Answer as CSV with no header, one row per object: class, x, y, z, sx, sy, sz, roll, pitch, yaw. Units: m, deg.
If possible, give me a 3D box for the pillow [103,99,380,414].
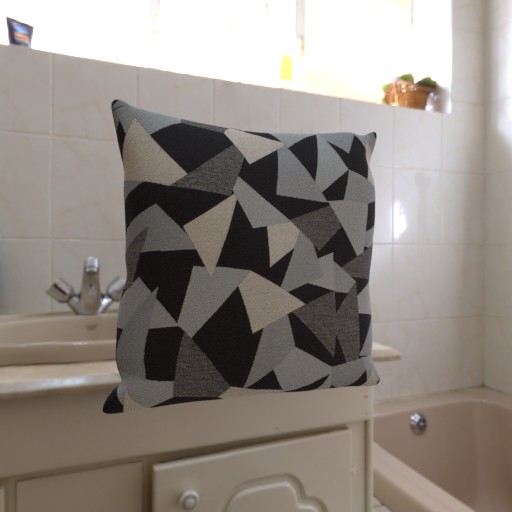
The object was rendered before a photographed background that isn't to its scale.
pillow,0.000,0.000,0.770,0.503,0.496,0.208,0,0,-19
